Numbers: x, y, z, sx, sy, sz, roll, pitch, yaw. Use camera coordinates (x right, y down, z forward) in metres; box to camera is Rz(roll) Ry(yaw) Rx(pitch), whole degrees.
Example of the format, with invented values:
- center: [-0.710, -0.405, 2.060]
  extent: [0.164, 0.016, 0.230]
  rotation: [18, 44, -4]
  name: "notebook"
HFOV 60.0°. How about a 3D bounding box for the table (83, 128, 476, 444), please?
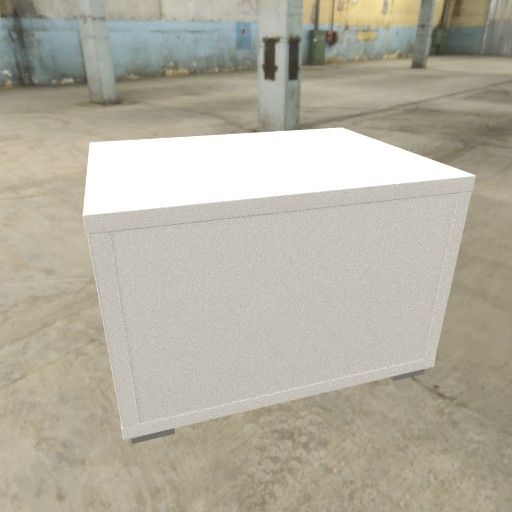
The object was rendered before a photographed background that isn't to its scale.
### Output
- center: [0.000, 0.000, 0.795]
  extent: [0.517, 0.357, 0.399]
  rotation: [-8, 27, -16]
  name: "table"
